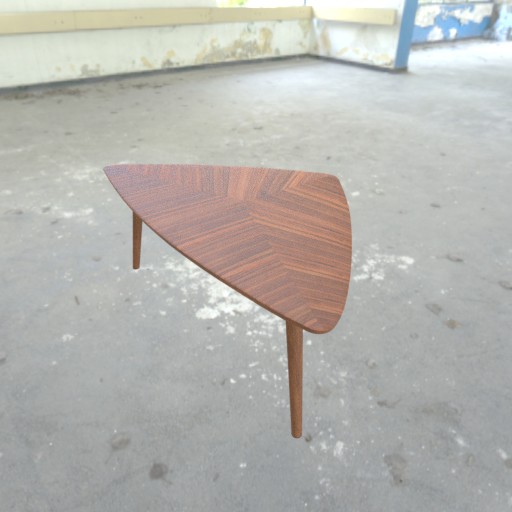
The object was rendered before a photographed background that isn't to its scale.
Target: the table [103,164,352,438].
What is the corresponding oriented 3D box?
[{"bbox_3d":[0.000,0.000,1.309,0.601,0.365,1.008,-21,37,-31],"label":"table"}]
